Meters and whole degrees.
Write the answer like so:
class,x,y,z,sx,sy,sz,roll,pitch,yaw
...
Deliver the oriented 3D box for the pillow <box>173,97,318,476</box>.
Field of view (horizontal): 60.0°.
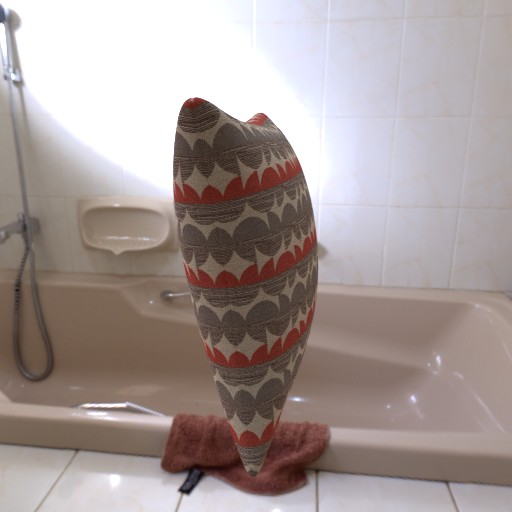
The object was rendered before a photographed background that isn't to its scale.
class,x,y,z,sx,sy,sz,roll,pitch,yaw
pillow,0.000,0.000,0.640,0.180,0.410,0.420,3,16,9
